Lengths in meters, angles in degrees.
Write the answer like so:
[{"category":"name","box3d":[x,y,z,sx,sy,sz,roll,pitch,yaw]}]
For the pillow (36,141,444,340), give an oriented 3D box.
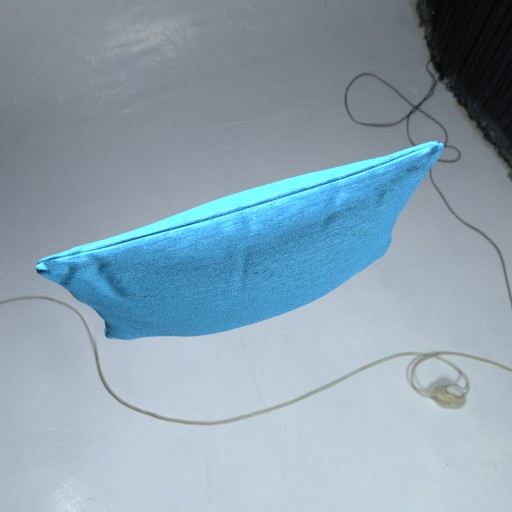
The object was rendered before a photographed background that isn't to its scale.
[{"category":"pillow","box3d":[0.000,0.000,0.788,0.633,0.338,0.210,-18,65,-9]}]
